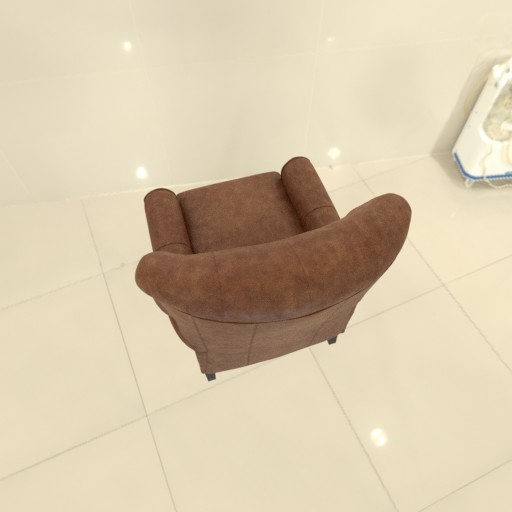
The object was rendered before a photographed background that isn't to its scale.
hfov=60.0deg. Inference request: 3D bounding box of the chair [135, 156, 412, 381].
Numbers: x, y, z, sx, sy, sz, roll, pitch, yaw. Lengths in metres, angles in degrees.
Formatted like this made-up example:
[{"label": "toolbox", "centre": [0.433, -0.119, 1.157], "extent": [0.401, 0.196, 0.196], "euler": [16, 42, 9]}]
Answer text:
[{"label": "chair", "centre": [0.000, 0.000, 1.985], "extent": [0.951, 1.164, 1.059], "euler": [-15, 59, -9]}]
